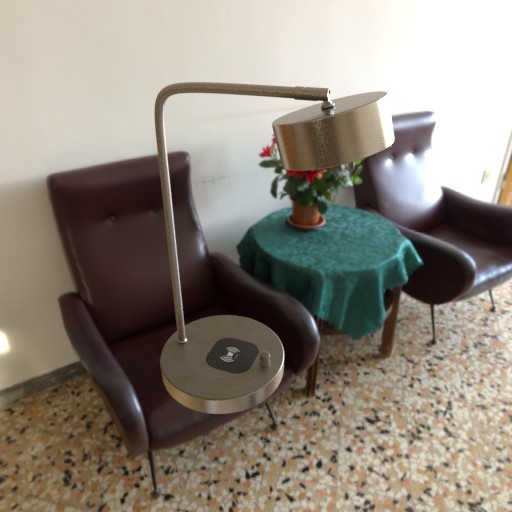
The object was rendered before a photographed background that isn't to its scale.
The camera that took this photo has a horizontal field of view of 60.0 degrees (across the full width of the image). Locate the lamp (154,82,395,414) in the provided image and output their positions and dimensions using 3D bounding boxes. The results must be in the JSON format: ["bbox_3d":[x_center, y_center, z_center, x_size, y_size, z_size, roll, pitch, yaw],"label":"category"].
[{"bbox_3d":[0.000,0.000,0.641,0.334,0.469,0.211,11,31,19],"label":"lamp"}]
